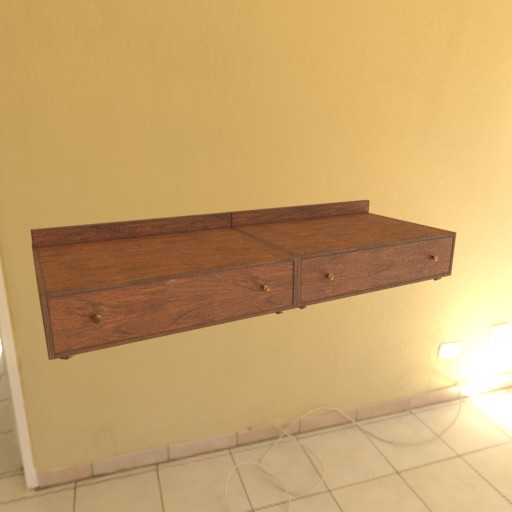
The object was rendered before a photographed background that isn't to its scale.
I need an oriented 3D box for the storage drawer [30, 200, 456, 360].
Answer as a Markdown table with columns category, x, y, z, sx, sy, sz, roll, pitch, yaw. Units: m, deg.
| category | x | y | z | sx | sy | sz | roll | pitch | yaw |
| --- | --- | --- | --- | --- | --- | --- | --- | --- | --- |
| storage drawer | 0.000 | 0.000 | 2.151 | 1.914 | 0.339 | 0.774 | -8 | 17 | -27 |
